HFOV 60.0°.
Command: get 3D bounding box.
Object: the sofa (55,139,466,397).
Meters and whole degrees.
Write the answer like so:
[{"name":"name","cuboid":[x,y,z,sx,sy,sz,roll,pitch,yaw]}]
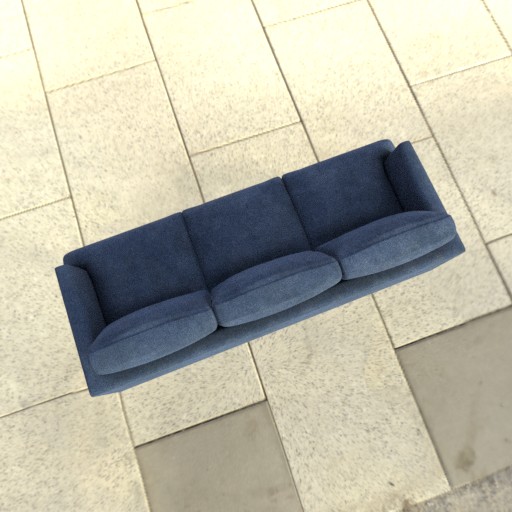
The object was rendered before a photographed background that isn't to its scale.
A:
[{"name":"sofa","cuboid":[0.000,0.000,2.715,2.246,0.930,0.903,-21,77,-5]}]
